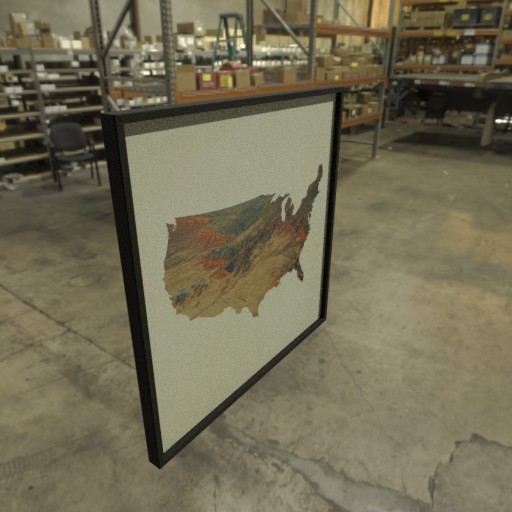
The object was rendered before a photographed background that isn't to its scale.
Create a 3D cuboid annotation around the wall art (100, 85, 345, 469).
[{"bbox_3d":[0.000,0.000,1.117,0.038,0.762,0.762,18,30,33],"label":"wall art"}]
